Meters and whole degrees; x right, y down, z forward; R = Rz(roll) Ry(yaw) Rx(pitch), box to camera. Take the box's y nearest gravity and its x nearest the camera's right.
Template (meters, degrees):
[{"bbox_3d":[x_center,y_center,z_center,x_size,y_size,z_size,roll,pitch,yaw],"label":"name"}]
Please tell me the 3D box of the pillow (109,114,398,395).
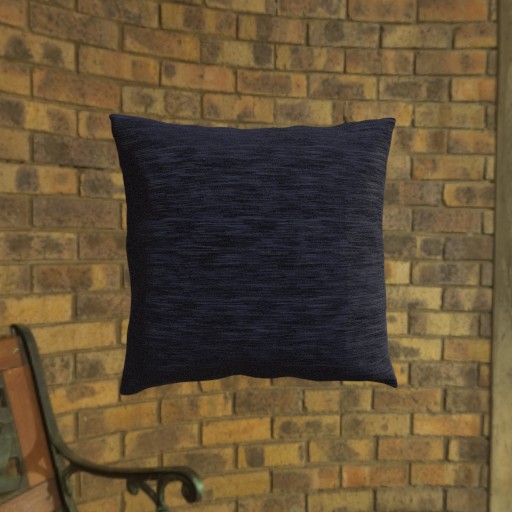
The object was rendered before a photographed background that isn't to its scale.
[{"bbox_3d":[0.000,0.000,0.691,0.452,0.439,0.204,0,2,-1],"label":"pillow"}]
